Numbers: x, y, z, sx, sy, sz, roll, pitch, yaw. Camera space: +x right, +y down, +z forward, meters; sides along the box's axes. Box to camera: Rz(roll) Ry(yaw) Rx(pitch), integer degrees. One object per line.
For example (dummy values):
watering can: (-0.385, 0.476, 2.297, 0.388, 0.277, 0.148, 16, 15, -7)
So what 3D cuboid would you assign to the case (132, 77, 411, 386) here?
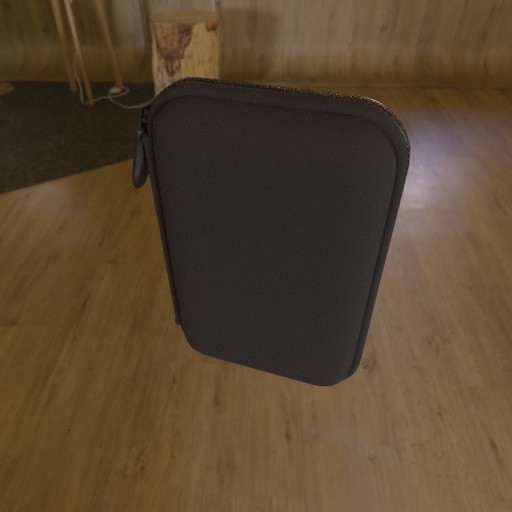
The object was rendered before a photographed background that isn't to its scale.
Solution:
case: (0.000, 0.000, 0.194, 0.107, 0.147, 0.030, 12, 42, 14)
